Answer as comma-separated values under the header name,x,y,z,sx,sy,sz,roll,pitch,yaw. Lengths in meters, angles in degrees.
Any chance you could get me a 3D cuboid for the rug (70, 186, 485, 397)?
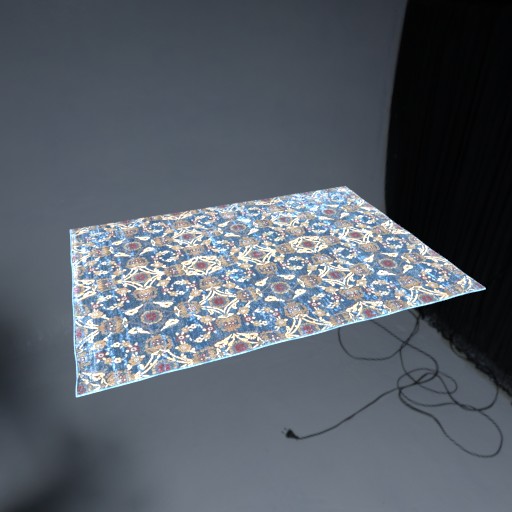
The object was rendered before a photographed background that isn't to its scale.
name,x,y,z,sx,sy,sz,roll,pitch,yaw
rug,0.000,0.000,2.816,2.207,0.014,1.567,-11,34,-17
